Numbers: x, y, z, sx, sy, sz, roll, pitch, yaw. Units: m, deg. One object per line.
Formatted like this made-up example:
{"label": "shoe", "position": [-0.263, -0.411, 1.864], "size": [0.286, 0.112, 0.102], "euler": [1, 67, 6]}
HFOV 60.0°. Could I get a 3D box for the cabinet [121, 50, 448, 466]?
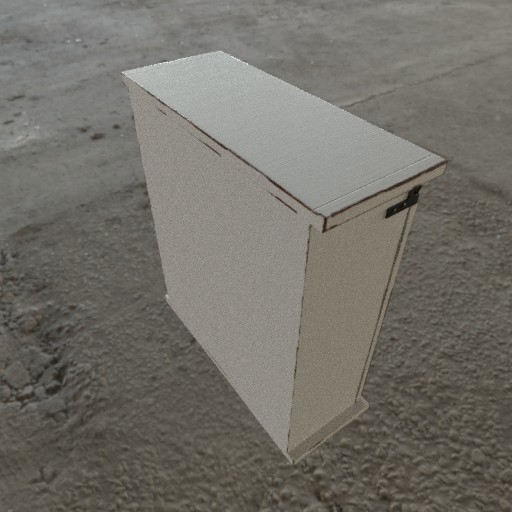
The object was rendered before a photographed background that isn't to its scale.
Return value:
{"label": "cabinet", "position": [0.000, 0.000, 0.878], "size": [0.210, 0.603, 0.541], "euler": [-25, 48, -26]}
